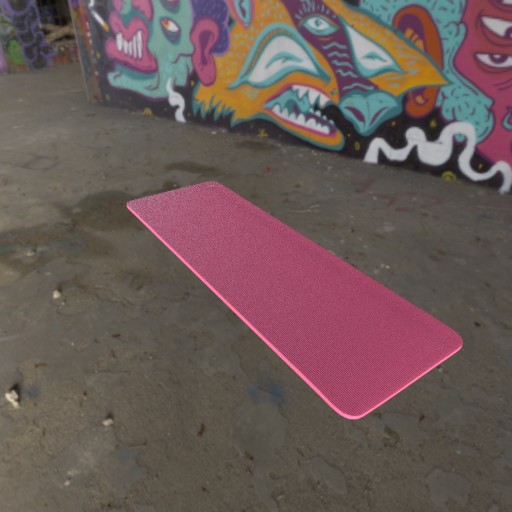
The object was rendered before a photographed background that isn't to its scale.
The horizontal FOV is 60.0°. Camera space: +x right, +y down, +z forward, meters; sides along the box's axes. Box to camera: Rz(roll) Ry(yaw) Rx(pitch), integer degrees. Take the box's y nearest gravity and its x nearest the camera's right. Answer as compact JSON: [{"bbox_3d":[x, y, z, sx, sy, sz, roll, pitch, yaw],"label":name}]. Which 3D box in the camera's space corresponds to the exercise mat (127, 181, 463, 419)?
[{"bbox_3d":[0.000,0.000,2.136,0.616,0.021,1.884,-20,37,-29],"label":"exercise mat"}]
